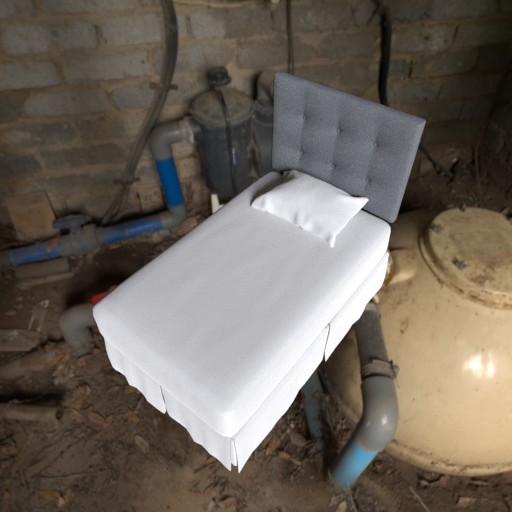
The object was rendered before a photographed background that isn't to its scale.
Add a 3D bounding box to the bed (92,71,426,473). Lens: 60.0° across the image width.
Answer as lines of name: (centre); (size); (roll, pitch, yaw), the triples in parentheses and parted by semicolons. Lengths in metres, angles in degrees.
bed: (0.000, 0.000, 3.005); (1.261, 1.571, 1.997); (30, 53, 26)
